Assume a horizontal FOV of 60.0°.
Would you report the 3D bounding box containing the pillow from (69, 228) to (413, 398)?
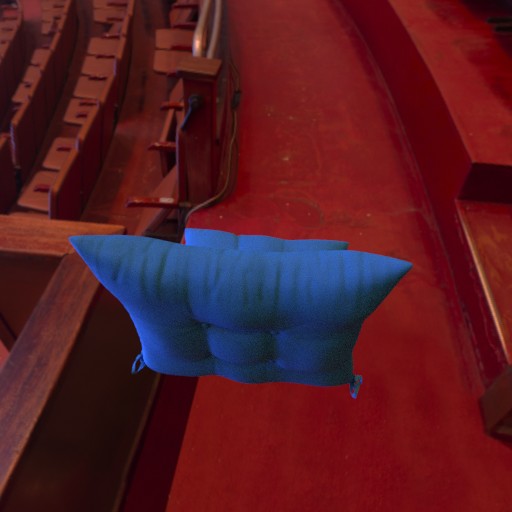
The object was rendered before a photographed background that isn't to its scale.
[{"bbox_3d":[0.000,0.000,0.998,0.541,0.536,0.585,5,47,4],"label":"pillow"}]
